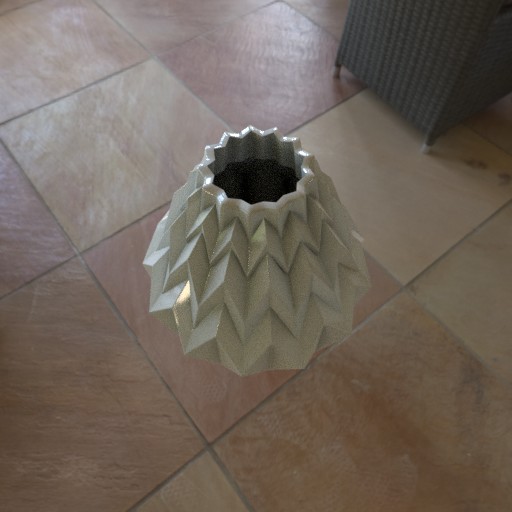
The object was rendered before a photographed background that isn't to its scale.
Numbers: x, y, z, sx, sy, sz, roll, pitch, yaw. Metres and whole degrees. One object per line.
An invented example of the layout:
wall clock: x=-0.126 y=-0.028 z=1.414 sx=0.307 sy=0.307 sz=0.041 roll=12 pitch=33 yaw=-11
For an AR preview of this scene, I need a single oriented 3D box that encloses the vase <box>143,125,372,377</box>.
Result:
vase: x=0.000 y=0.000 z=0.313 sx=0.164 sy=0.185 sz=0.164 roll=0 pitch=58 yaw=0
